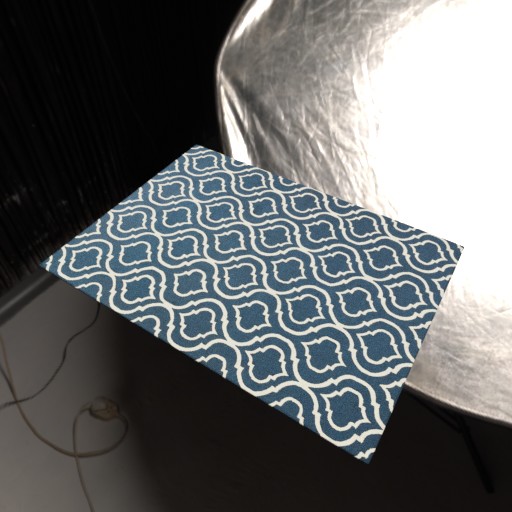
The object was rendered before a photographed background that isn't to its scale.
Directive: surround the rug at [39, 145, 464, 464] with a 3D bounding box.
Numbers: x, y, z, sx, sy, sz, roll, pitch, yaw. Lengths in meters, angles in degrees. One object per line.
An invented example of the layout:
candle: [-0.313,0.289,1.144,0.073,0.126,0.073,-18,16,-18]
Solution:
rug: [0.000,0.000,4.304,3.353,0.010,2.438,25,52,22]
